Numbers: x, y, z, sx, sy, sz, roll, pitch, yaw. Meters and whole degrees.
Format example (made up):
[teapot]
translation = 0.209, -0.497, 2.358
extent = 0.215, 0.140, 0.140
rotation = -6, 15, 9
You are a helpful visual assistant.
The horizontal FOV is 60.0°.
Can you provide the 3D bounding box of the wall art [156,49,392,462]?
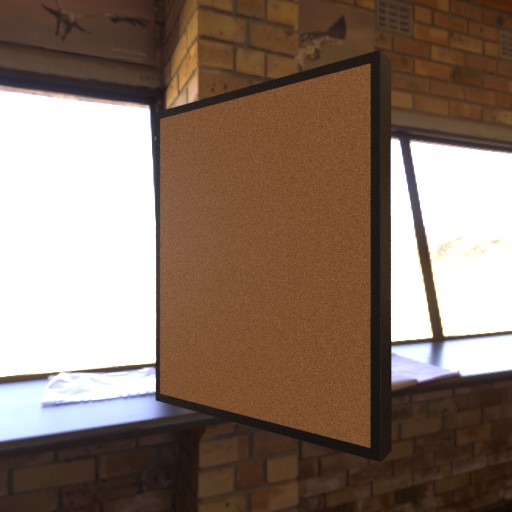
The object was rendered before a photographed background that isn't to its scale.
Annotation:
[wall art]
translation = 0.000, 0.000, 0.493
extent = 0.294, 0.369, 0.030
rotation = 0, 0, 36
